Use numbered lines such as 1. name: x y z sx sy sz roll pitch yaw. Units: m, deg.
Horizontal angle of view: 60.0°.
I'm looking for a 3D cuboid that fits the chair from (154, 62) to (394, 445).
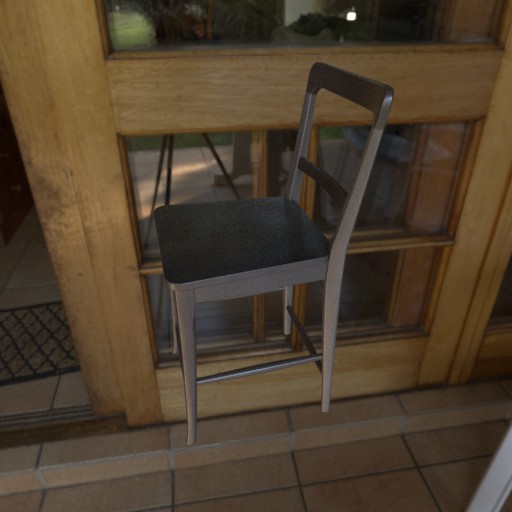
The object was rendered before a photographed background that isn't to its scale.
1. chair: 0.000 0.000 1.302 0.546 0.991 0.450 -8 32 -13
